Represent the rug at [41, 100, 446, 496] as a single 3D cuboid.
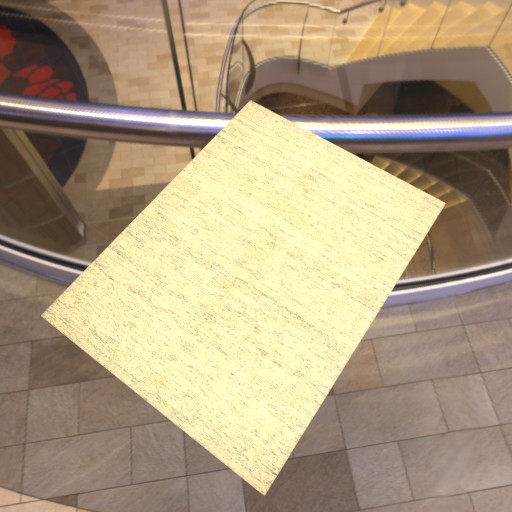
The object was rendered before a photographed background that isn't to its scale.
[{"bbox_3d":[0.000,0.000,4.219,2.437,0.014,3.201,33,68,15],"label":"rug"}]
